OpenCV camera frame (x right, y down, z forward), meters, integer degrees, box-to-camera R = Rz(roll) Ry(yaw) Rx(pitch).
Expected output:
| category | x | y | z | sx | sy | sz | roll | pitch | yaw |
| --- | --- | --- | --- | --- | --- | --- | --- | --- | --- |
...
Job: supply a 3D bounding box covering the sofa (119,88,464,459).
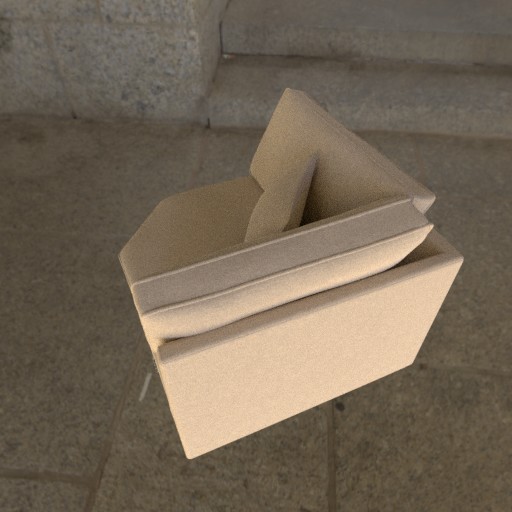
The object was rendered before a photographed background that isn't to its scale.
| category | x | y | z | sx | sy | sz | roll | pitch | yaw |
| --- | --- | --- | --- | --- | --- | --- | --- | --- | --- |
| sofa | 0.000 | 0.000 | 1.831 | 1.042 | 0.937 | 1.050 | -18 | 49 | -16 |
